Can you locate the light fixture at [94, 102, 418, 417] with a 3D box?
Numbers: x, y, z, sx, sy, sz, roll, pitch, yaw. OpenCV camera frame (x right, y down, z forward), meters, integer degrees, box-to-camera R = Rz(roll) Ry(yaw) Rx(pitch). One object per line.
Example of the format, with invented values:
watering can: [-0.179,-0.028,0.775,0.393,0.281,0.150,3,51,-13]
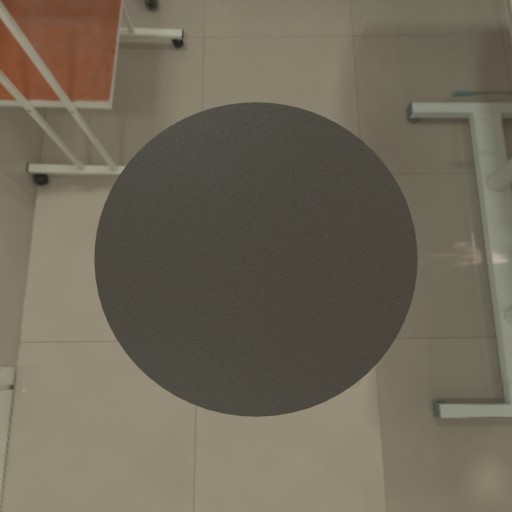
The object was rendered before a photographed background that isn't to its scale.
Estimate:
light fixture: [0.000,0.000,0.551,0.368,0.100,0.368,0,76,0]
